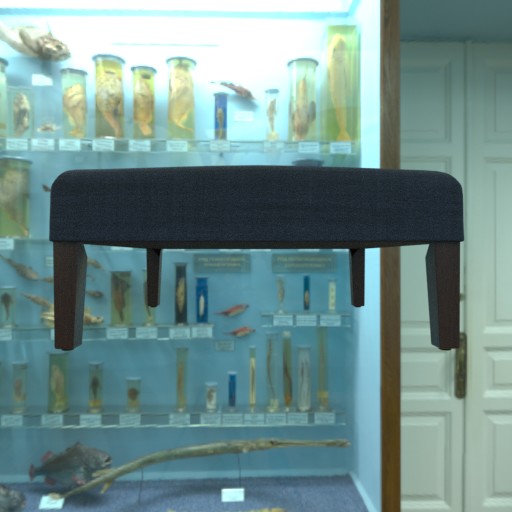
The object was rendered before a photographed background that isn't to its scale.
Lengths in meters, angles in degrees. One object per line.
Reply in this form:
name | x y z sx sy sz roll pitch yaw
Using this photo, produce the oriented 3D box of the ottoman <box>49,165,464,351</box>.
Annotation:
ottoman | 0.000 0.000 1.379 0.890 0.411 0.889 0 0 0
